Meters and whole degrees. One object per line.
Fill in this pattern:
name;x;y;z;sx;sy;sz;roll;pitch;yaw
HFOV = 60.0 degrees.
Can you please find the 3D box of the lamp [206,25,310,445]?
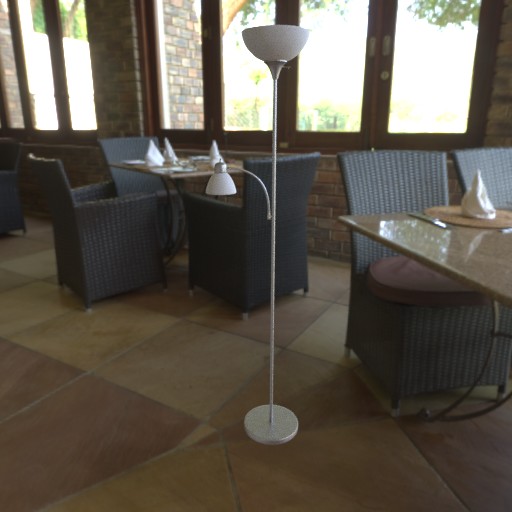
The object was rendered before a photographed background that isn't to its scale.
lamp;0.000;0.000;1.967;0.425;1.804;0.279;-3;17;-10
